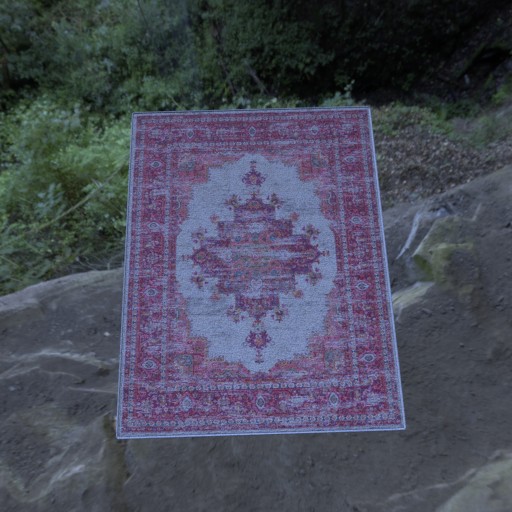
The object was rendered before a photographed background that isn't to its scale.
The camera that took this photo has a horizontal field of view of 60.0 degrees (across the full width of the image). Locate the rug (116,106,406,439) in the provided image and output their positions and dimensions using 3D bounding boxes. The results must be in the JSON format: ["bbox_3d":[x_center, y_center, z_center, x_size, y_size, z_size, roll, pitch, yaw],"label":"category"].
[{"bbox_3d":[0.000,0.000,4.137,2.447,0.017,3.123,-2,75,0],"label":"rug"}]
